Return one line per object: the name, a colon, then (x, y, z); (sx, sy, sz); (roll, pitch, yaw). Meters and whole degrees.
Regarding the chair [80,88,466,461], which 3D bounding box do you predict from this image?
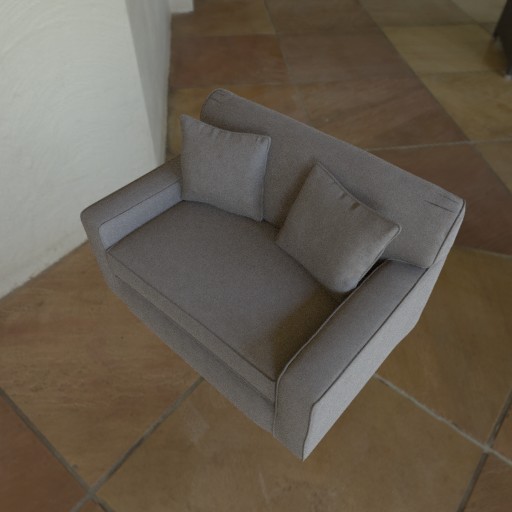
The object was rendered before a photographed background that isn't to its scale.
chair: (0.000, 0.000, 2.076); (1.395, 0.953, 0.992); (34, 56, 27)
